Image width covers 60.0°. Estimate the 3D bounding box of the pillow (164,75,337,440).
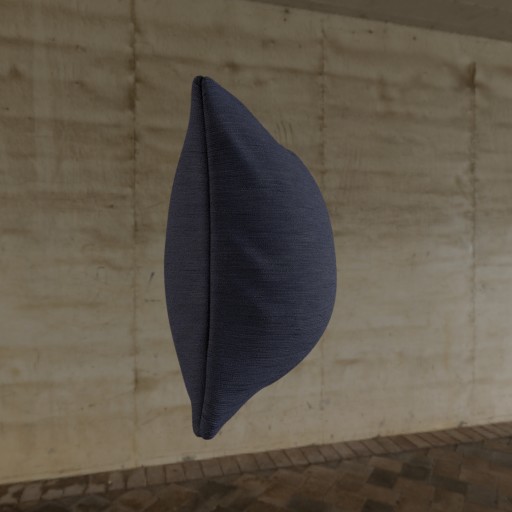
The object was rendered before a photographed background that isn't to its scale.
[{"bbox_3d":[0.000,0.000,0.698,0.246,0.414,0.432,0,0,17],"label":"pillow"}]
